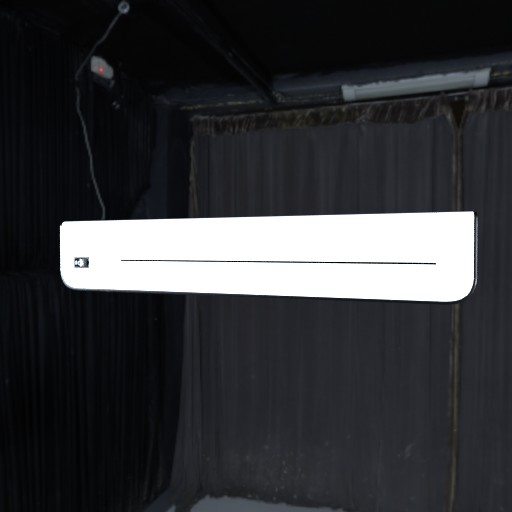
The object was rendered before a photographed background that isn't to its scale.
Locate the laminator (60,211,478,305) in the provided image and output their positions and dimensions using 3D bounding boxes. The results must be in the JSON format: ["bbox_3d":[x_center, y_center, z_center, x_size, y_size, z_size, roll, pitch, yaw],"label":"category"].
[{"bbox_3d":[0.000,0.000,0.391,0.340,0.062,0.123,0,1,19],"label":"laminator"}]
